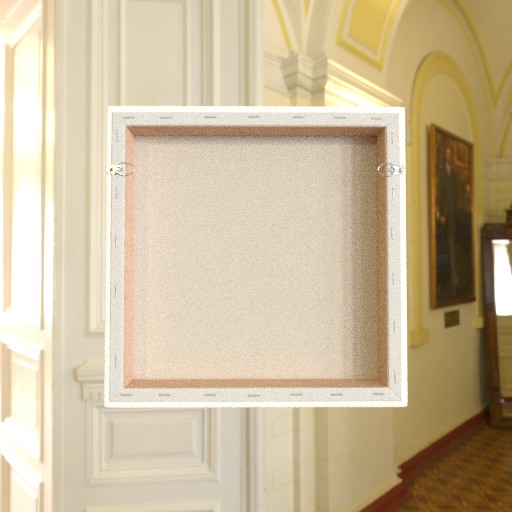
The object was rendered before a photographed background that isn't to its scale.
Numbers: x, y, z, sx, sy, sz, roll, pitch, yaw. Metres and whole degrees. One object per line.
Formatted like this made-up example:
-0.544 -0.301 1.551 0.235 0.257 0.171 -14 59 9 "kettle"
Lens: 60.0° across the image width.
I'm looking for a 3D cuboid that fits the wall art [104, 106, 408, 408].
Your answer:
0.000 0.000 0.461 0.303 0.304 0.036 0 -2 -1 "wall art"
